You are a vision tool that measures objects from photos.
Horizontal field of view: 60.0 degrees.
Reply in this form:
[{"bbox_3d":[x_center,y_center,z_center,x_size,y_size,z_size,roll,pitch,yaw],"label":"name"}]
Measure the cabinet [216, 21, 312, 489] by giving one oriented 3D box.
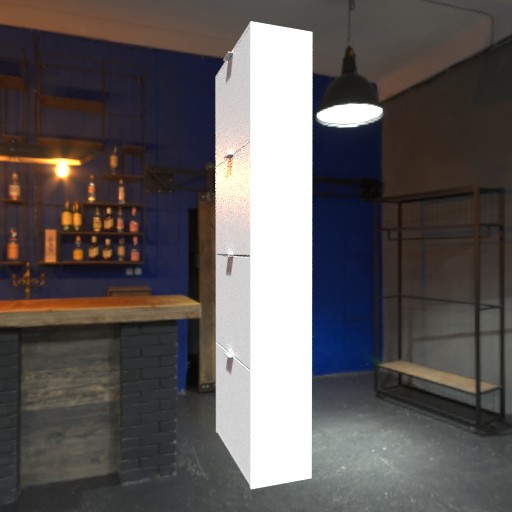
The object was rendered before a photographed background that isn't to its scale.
[{"bbox_3d":[0.000,0.000,1.824,0.255,1.630,0.520,0,1,-19],"label":"cabinet"}]
